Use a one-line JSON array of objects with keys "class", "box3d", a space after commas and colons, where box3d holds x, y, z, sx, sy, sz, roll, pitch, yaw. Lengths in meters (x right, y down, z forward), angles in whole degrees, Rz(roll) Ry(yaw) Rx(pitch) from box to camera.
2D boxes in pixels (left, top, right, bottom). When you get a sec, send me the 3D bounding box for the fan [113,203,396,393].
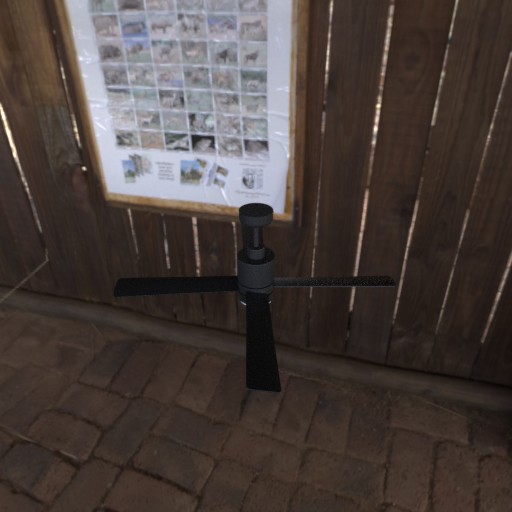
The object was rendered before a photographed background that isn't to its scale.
[{"class": "fan", "box3d": [0.000, 0.000, 2.337, 1.525, 0.534, 1.525, -1, 31, -2]}]
